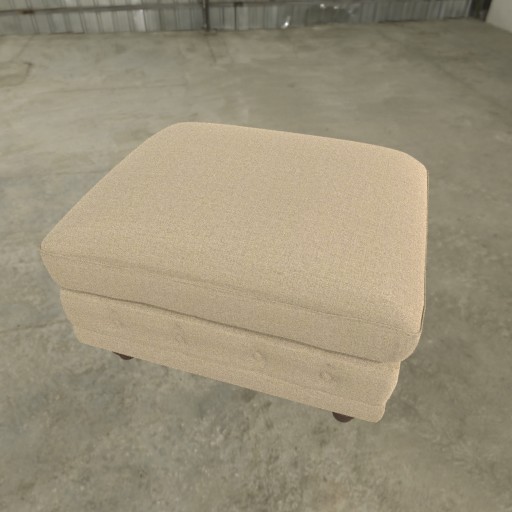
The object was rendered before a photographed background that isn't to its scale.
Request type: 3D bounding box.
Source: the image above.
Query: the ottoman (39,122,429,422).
[{"bbox_3d":[0.000,0.000,1.008,0.684,0.463,0.541,12,42,14],"label":"ottoman"}]
